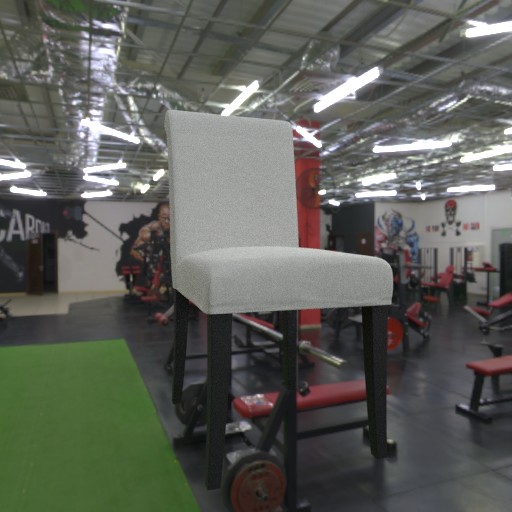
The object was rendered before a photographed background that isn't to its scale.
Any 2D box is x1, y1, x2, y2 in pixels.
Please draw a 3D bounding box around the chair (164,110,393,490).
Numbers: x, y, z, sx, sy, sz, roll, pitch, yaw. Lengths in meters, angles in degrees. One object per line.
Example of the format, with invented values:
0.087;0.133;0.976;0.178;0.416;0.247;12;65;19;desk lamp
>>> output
0.000;0.000;1.301;0.452;0.976;0.708;-1;2;-19;chair
